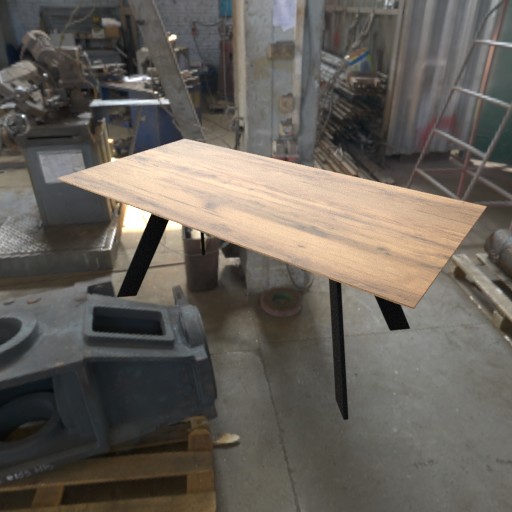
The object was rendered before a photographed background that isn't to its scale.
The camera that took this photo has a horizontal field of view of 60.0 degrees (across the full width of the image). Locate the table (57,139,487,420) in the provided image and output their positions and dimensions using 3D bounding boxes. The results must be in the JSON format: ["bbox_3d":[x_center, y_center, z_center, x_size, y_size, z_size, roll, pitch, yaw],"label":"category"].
[{"bbox_3d":[0.000,0.000,2.474,2.000,0.770,1.000,20,36,31],"label":"table"}]
